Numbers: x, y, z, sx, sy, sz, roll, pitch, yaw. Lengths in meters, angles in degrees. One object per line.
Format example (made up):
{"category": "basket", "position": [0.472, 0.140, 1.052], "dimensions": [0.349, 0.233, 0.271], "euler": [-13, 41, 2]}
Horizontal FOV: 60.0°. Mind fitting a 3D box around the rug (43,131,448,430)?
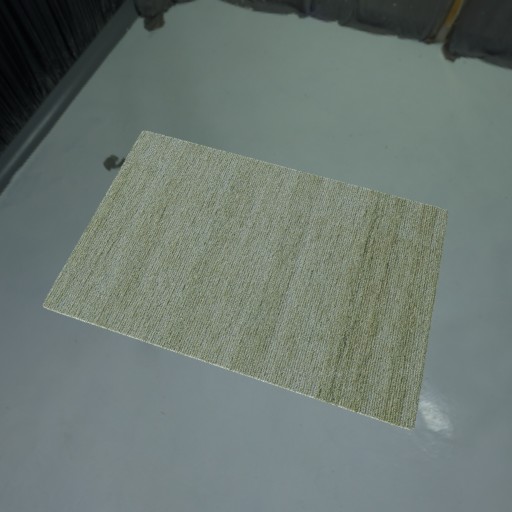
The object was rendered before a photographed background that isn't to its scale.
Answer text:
{"category": "rug", "position": [0.000, 0.000, 2.208], "dimensions": [1.758, 0.010, 1.143], "euler": [16, 65, 8]}
